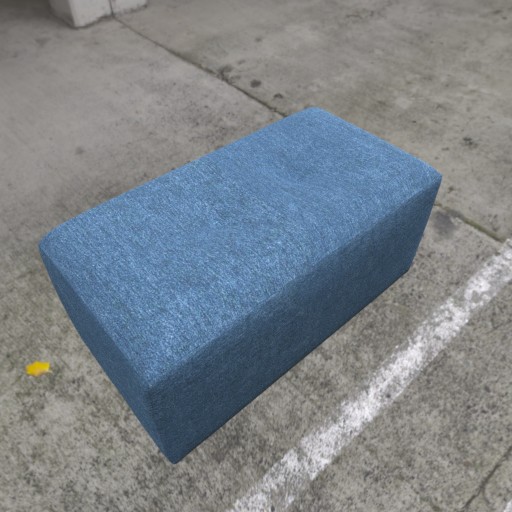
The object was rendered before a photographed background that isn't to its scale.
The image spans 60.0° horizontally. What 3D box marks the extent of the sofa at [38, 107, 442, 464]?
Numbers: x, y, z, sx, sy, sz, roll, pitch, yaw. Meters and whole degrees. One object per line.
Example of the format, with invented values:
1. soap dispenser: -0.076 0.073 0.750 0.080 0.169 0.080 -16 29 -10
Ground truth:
1. sofa: 0.000 0.000 1.201 0.930 0.470 0.480 -32 55 -27
